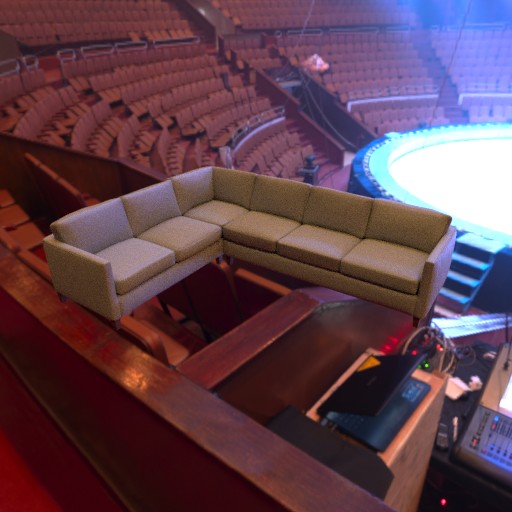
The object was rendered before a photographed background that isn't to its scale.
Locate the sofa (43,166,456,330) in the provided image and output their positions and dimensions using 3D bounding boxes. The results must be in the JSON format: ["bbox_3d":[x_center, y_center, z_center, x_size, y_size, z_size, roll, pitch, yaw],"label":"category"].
[{"bbox_3d":[0.000,0.000,4.489,3.301,0.947,2.592,17,32,30],"label":"sofa"}]
